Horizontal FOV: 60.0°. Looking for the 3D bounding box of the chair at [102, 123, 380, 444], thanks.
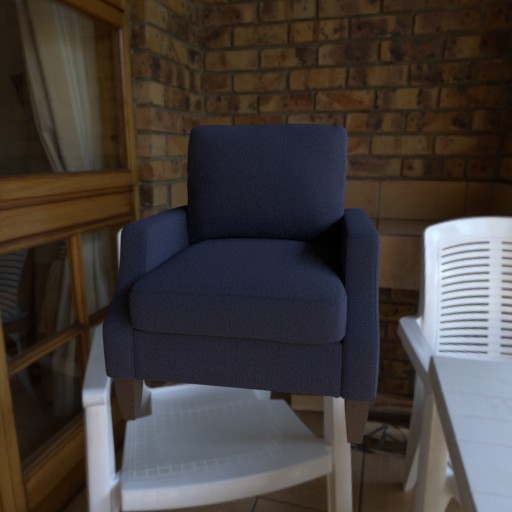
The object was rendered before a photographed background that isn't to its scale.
[{"bbox_3d":[0.000,0.000,1.677,0.855,0.991,0.897,2,13,9],"label":"chair"}]
